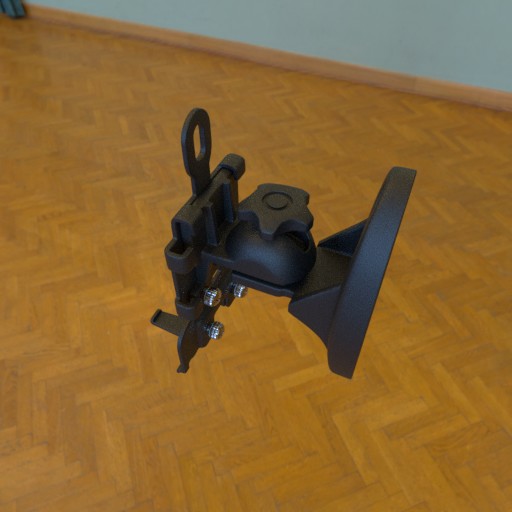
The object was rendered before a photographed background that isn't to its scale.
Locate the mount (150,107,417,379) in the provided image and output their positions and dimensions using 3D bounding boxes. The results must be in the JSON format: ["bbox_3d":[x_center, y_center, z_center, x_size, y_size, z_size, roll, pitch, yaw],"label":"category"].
[{"bbox_3d":[0.000,0.000,0.180,0.100,0.118,0.066,17,49,16],"label":"mount"}]
